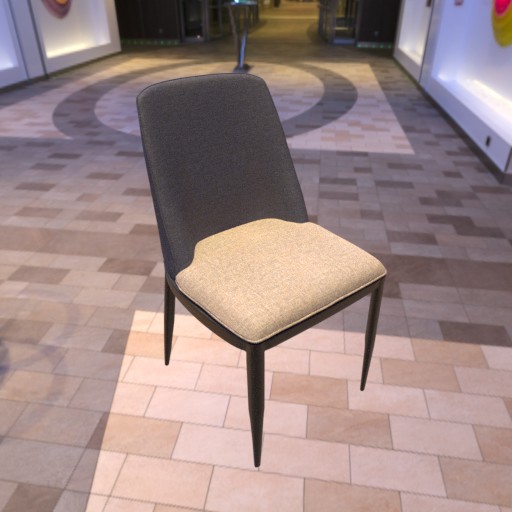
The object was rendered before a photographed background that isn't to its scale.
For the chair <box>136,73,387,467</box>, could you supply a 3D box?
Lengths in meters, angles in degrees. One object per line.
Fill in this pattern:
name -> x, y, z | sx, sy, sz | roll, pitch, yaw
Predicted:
chair -> 0.000, 0.000, 1.187 | 0.480, 0.839, 0.551 | -22, 38, -32
